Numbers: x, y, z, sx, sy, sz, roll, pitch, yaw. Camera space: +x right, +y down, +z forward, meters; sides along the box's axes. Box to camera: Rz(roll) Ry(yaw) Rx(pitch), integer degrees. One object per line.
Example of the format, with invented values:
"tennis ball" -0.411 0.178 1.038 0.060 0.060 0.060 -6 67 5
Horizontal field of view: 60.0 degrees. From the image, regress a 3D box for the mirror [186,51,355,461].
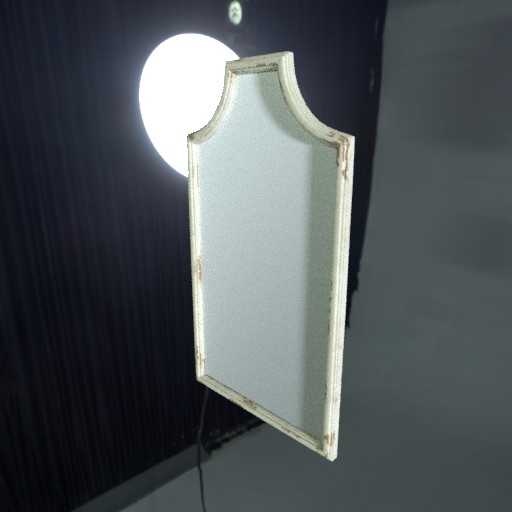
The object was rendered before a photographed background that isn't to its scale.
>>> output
"mirror" 0.000 0.000 0.865 0.403 0.717 0.022 15 22 42
